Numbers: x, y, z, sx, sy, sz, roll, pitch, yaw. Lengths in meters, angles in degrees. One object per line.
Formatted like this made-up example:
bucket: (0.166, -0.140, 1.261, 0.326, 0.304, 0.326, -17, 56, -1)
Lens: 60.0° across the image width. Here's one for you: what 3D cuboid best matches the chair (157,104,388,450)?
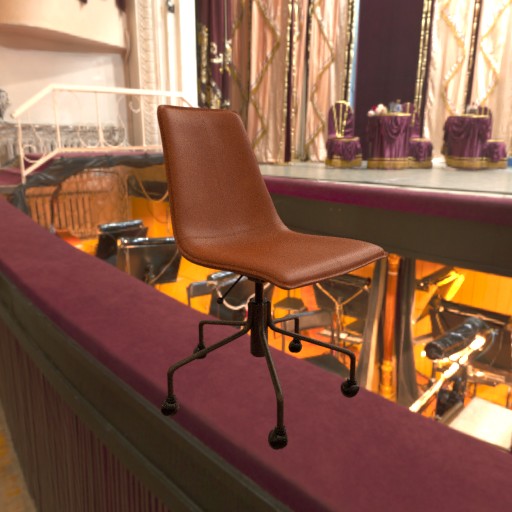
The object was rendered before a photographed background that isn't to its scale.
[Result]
chair: (0.000, 0.000, 1.391, 0.651, 0.920, 0.660, -14, 19, -43)
